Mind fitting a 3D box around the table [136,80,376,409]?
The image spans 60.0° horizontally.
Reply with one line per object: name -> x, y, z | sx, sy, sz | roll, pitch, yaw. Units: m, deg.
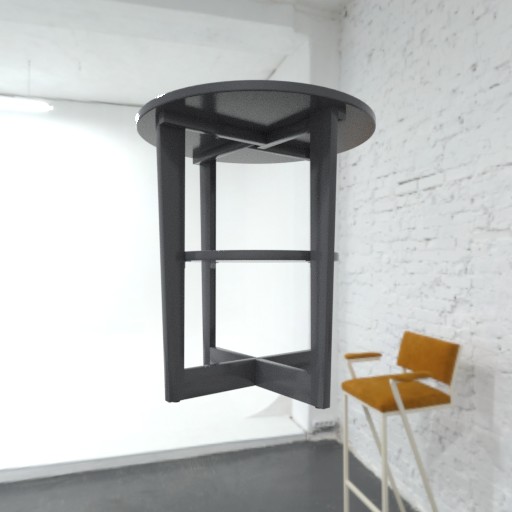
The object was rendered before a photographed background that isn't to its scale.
table -> 0.000, 0.000, 0.949 | 0.500, 0.550, 0.500 | 0, -2, 0
